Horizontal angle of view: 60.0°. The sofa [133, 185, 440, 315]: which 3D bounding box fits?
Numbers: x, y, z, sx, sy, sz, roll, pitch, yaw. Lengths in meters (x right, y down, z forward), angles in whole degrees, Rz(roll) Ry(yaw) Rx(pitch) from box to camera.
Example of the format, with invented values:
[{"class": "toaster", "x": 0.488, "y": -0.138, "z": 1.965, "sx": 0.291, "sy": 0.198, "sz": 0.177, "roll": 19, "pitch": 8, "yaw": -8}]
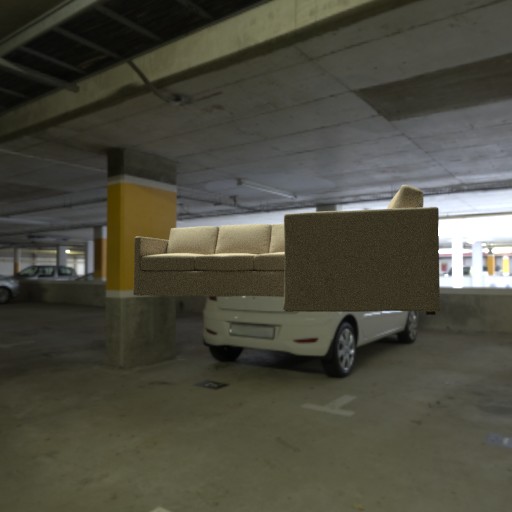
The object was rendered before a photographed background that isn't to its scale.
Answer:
[{"class": "sofa", "x": 0.000, "y": 0.000, "z": 4.404, "sx": 3.182, "sy": 0.871, "sz": 2.432, "roll": -1, "pitch": -2, "yaw": 18}]
